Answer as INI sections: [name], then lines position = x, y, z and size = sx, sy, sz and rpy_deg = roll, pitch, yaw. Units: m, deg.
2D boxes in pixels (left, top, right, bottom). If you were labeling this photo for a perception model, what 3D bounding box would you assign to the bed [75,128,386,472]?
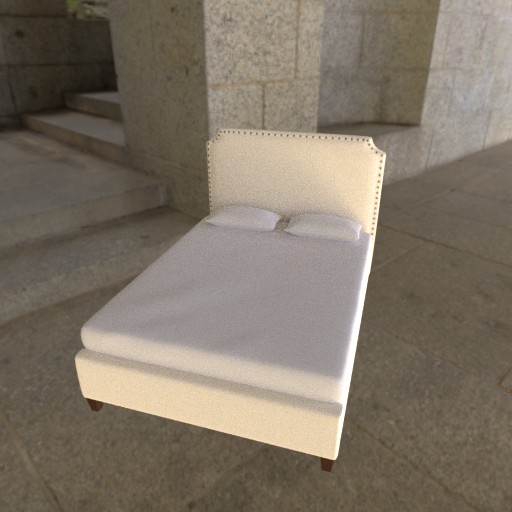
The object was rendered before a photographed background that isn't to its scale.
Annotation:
[bed]
position = 0.000, 0.000, 3.453
size = 1.712, 1.497, 2.372
rpy_deg = 8, 27, 15
